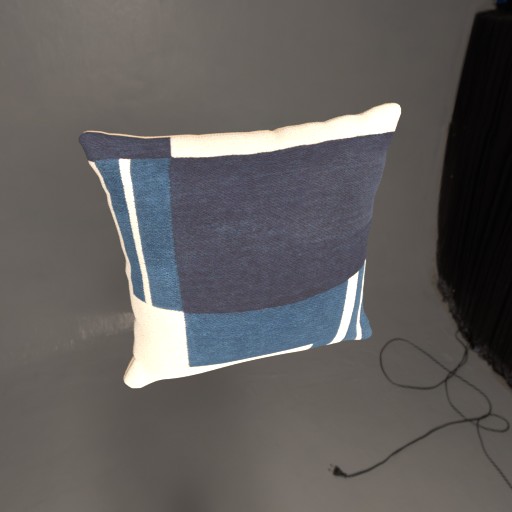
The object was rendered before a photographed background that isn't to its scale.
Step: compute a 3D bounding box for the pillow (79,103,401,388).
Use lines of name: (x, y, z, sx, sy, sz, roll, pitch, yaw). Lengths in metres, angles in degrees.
pillow: (0.000, 0.000, 0.803, 0.536, 0.506, 0.229, -9, 32, -14)
